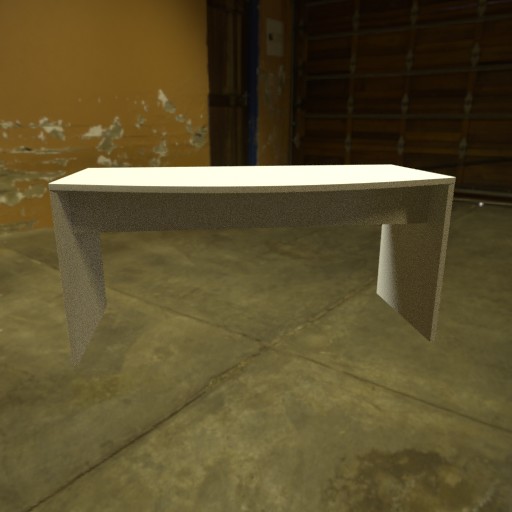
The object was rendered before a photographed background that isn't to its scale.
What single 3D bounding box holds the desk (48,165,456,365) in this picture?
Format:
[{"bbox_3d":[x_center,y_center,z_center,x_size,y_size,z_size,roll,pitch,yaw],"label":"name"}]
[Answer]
[{"bbox_3d":[0.000,0.000,2.055,1.600,0.750,0.802,-2,16,-7],"label":"desk"}]
